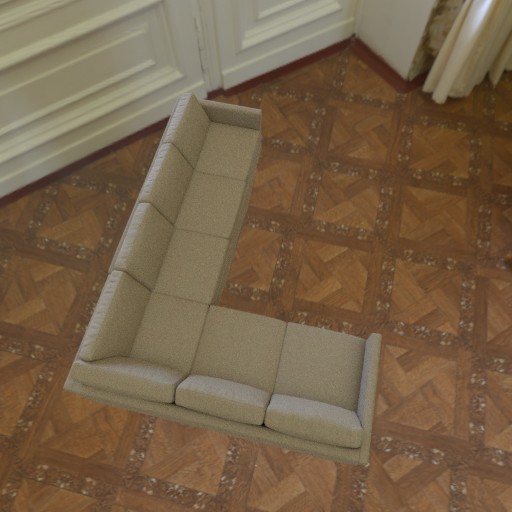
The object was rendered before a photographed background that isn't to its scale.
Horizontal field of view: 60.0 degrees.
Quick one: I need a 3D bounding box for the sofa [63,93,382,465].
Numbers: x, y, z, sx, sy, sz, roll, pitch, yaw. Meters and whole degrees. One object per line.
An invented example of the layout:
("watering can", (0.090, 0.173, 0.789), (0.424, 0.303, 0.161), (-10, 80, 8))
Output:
("sofa", (0.000, 0.000, 4.248), (2.432, 0.871, 3.182), (12, 65, 5))
